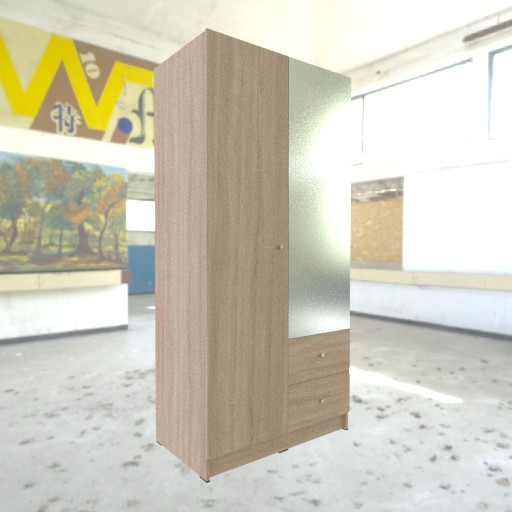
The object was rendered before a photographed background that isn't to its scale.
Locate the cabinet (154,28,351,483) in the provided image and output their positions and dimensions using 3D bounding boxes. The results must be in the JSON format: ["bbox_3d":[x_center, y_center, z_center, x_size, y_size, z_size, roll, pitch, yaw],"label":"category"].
[{"bbox_3d":[0.000,0.000,2.585,1.001,2.121,0.590,-1,2,-37],"label":"cabinet"}]
